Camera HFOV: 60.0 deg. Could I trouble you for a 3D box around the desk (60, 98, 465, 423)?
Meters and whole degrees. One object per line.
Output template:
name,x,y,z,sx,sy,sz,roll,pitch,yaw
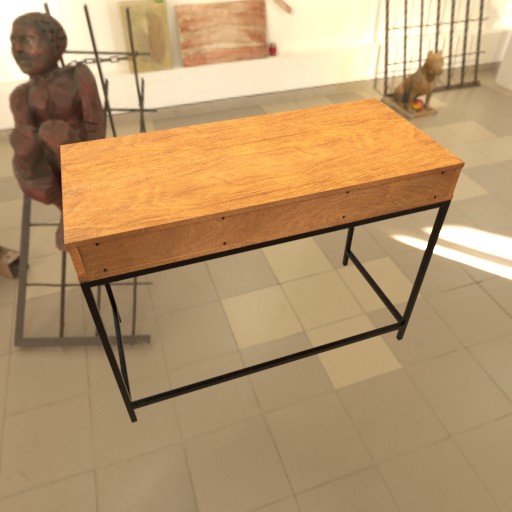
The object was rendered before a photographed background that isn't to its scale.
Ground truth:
desk,0.000,0.000,1.474,1.016,0.762,0.470,-13,43,-14
